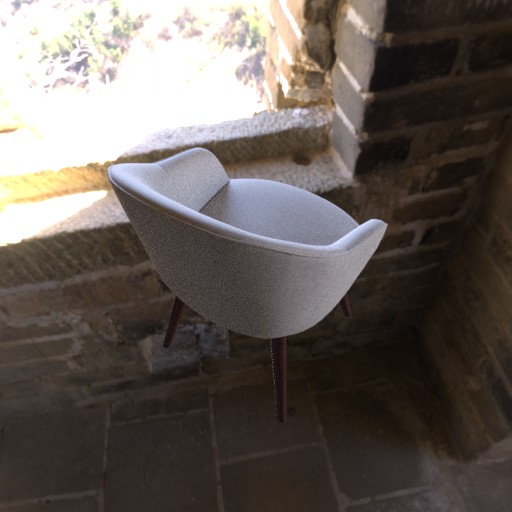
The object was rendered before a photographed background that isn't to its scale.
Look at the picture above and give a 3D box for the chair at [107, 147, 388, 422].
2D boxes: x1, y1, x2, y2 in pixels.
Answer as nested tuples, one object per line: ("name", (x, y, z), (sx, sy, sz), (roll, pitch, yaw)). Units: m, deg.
("chair", (0.000, 0.000, 1.258), (0.596, 0.823, 0.635), (26, 53, 22))
